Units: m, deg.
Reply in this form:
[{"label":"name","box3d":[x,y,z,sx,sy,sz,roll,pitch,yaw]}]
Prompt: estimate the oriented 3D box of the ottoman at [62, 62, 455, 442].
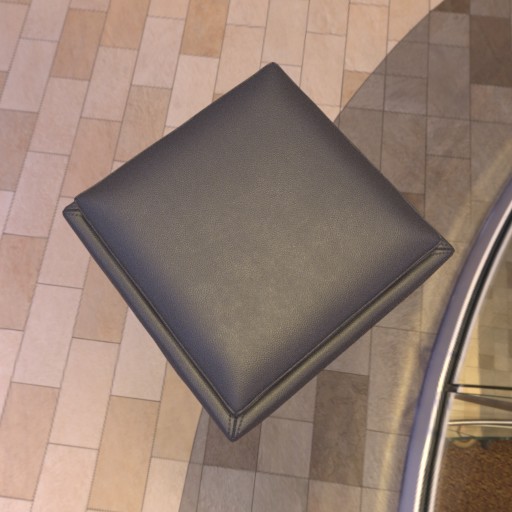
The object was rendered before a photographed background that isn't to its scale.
[{"label":"ottoman","box3d":[0.000,0.000,0.827,0.450,0.460,0.451,-38,78,-9]}]
